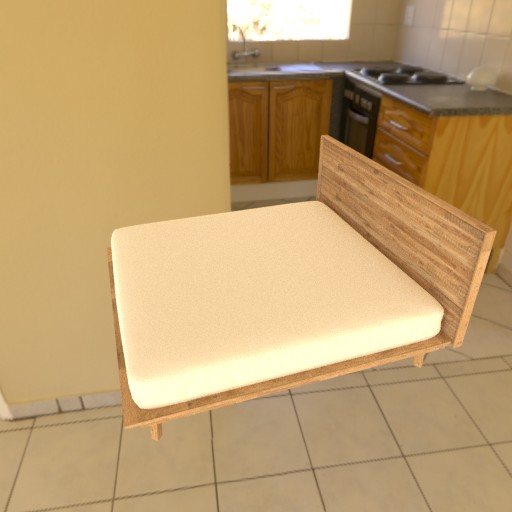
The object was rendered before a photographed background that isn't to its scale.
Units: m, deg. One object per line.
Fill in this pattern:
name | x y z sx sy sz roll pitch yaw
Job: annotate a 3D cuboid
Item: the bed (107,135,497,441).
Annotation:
bed | 0.000 0.000 3.342 2.167 1.100 2.116 -10 32 -16
